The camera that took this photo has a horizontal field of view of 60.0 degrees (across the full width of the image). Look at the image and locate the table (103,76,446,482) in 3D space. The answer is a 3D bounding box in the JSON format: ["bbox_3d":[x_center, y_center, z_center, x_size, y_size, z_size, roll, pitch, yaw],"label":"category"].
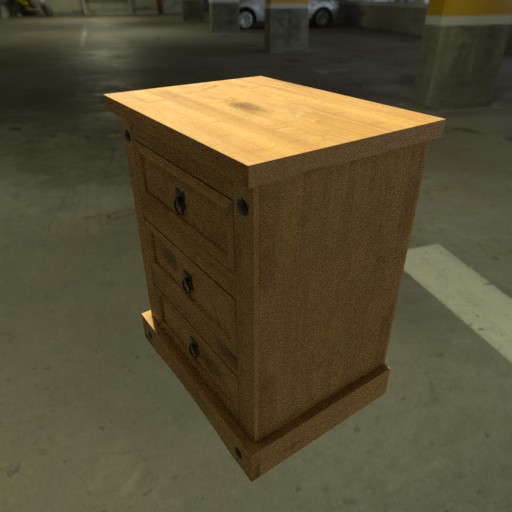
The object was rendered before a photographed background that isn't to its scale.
[{"bbox_3d":[0.000,0.000,1.235,0.500,0.813,0.660,-20,36,-30],"label":"table"}]
